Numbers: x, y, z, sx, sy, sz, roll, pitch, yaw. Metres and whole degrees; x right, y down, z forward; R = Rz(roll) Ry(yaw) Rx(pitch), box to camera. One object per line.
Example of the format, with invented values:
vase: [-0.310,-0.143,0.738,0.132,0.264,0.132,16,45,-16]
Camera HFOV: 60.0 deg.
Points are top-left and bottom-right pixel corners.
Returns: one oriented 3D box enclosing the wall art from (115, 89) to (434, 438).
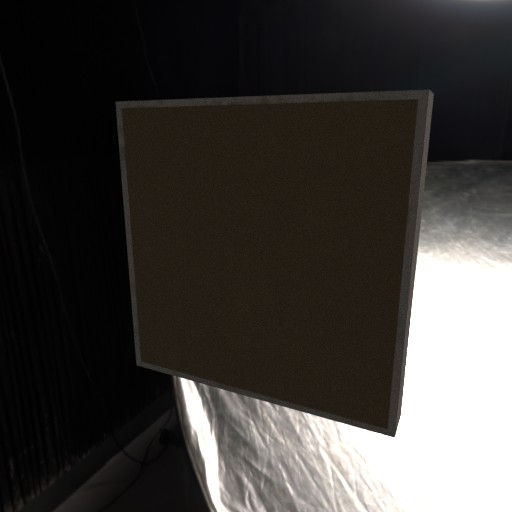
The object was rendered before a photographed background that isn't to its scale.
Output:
wall art: [0.000,0.000,0.451,0.305,0.303,0.038,7,17,25]
